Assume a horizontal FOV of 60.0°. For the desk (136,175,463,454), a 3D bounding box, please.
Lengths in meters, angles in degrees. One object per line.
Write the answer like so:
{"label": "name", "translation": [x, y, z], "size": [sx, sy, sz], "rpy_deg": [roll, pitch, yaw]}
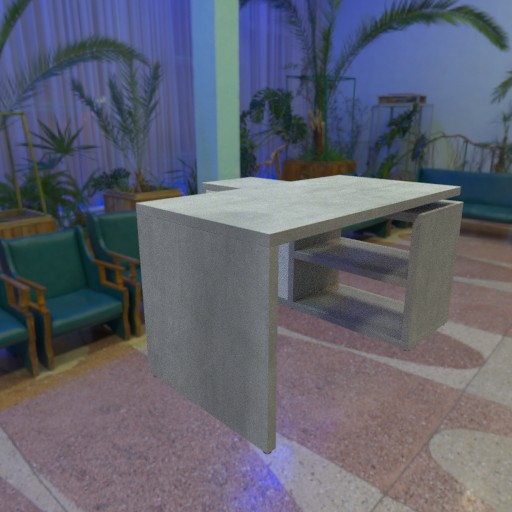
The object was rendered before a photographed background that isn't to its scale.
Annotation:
{"label": "desk", "translation": [0.000, 0.000, 2.304], "size": [1.500, 0.740, 1.400], "rpy_deg": [16, 23, 43]}
